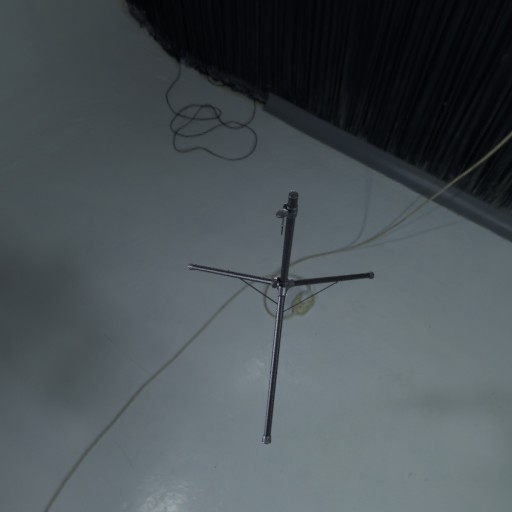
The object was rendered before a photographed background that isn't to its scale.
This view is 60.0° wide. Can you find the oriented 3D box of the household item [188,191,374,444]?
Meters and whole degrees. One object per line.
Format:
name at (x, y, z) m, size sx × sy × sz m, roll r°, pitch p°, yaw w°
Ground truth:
household item at (0.000, 0.000, 2.855) m, size 1.339 × 1.595 × 1.596 m, roll 31°, pitch 64°, yaw 17°
